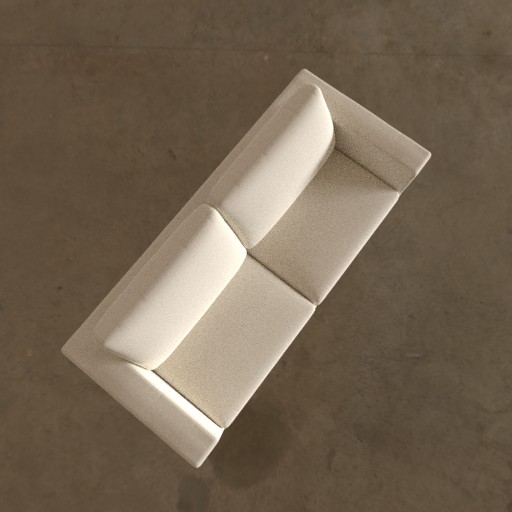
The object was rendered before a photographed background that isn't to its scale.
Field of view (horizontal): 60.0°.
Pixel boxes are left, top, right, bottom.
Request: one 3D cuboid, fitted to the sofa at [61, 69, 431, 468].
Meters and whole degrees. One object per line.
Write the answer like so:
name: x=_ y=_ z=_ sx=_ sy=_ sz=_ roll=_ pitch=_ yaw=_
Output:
sofa: x=0.000 y=0.000 z=2.631 sx=0.954 sy=0.881 sz=2.163 roll=37 pitch=79 yaw=8
